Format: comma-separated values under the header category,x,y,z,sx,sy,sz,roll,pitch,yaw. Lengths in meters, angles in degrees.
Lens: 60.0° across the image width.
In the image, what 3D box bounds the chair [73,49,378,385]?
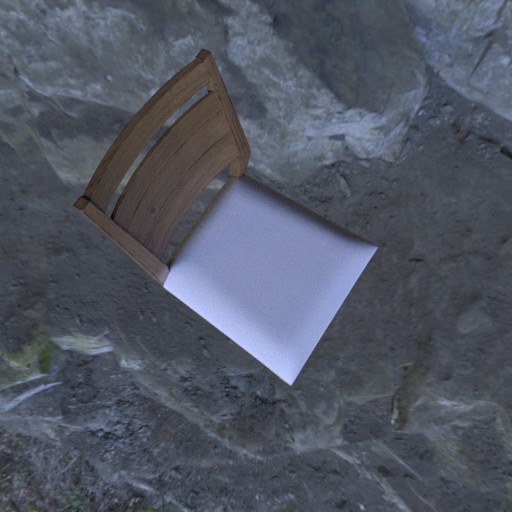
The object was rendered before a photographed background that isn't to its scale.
category,x,y,z,sx,sy,sz,roll,pitch,yaw
chair,0.000,0.000,1.297,0.610,0.939,0.497,33,78,8
